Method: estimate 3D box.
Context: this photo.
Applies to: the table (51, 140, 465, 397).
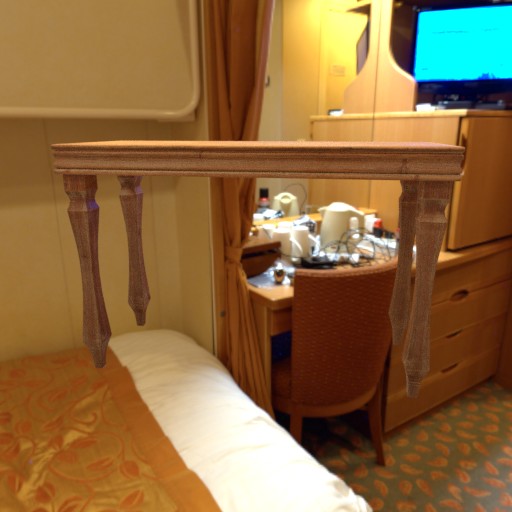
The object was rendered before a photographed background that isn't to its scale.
[{"bbox_3d":[0.000,0.000,1.768,1.330,0.873,0.522,3,16,9],"label":"table"}]
